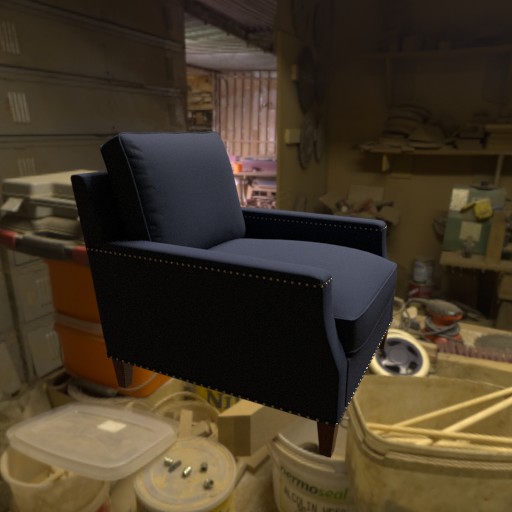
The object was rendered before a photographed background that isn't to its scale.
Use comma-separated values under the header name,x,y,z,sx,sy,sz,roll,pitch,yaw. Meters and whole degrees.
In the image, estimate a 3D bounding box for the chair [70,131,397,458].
name,x,y,z,sx,sy,sz,roll,pitch,yaw
chair,0.000,0.000,1.748,1.014,0.943,0.853,8,18,26
